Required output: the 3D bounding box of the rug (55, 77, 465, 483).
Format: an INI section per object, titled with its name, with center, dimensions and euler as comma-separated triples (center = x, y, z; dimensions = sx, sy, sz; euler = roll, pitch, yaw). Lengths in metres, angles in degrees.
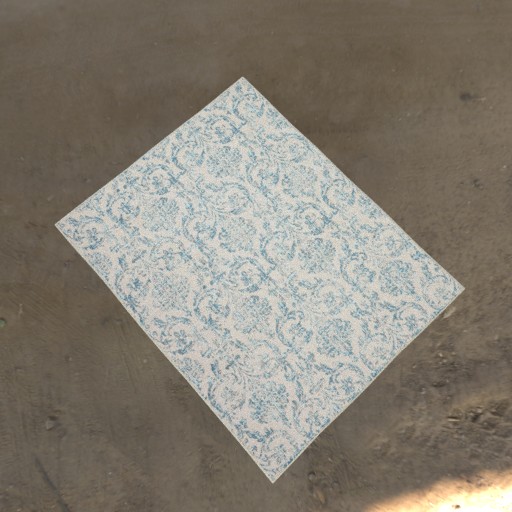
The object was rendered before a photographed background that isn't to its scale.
[rug]
center = 0.000, 0.000, 4.055
dimensions = 2.363, 0.012, 2.980
euler = -42, 79, -10
